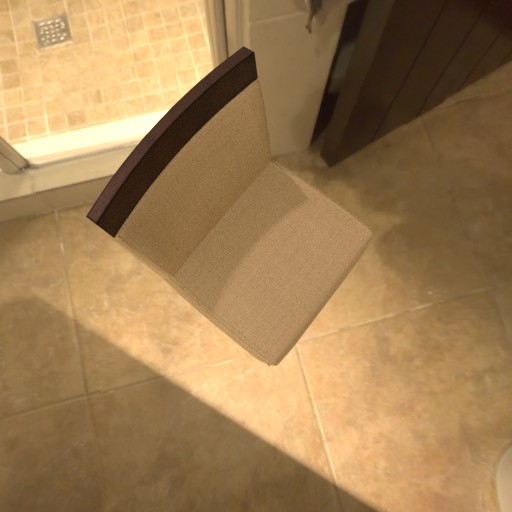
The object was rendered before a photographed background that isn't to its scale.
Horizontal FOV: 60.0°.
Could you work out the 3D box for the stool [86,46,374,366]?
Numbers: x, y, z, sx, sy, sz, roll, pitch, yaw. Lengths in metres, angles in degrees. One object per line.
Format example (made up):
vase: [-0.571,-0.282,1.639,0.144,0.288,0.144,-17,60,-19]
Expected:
stool: [0.000,0.000,1.437,0.531,1.117,0.511,37,79,8]
